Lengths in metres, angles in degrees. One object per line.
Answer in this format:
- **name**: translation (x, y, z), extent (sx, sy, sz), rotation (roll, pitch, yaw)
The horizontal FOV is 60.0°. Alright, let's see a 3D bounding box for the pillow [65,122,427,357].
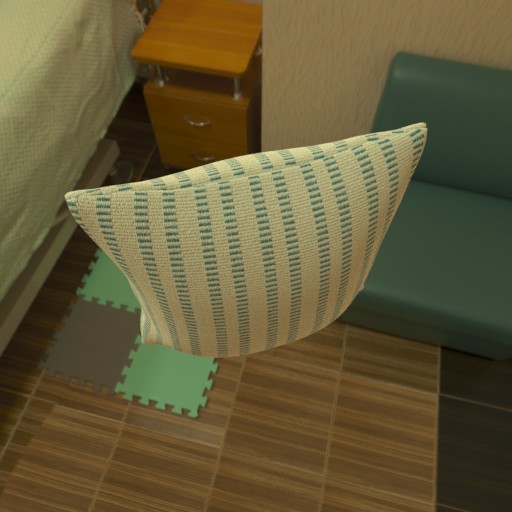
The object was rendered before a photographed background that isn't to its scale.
- **pillow**: translation (0.000, 0.000, 0.682), extent (0.438, 0.419, 0.247), rotation (-13, 59, -8)
